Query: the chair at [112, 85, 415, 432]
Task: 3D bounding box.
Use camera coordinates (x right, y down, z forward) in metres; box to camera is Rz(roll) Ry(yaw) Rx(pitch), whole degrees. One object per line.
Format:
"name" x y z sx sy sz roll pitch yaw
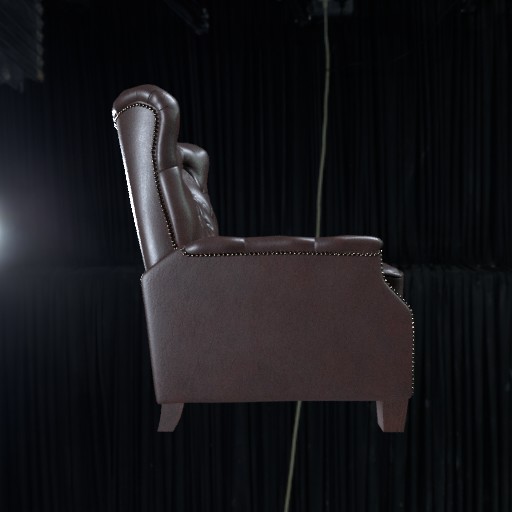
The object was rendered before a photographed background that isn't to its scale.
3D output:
"chair" 0.000 0.000 1.425 0.823 0.864 0.709 0 2 1
